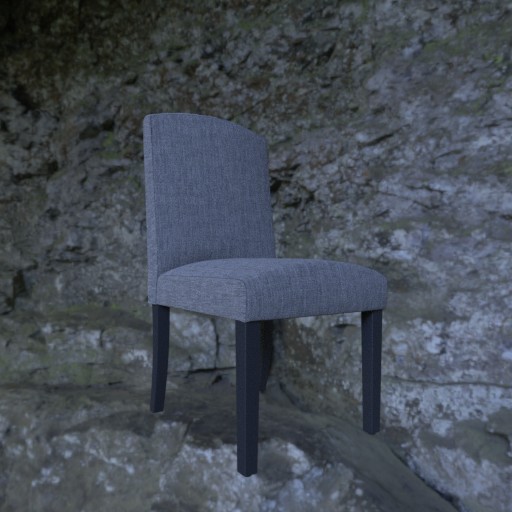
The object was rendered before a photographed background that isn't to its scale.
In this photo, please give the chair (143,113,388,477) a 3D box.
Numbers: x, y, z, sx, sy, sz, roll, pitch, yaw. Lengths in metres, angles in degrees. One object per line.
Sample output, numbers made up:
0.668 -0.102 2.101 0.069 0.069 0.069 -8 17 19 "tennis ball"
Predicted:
0.000 0.000 1.235 0.451 0.917 0.580 1 -1 -36 "chair"
